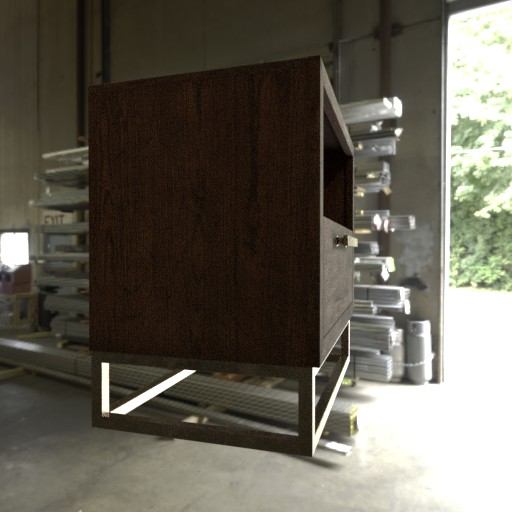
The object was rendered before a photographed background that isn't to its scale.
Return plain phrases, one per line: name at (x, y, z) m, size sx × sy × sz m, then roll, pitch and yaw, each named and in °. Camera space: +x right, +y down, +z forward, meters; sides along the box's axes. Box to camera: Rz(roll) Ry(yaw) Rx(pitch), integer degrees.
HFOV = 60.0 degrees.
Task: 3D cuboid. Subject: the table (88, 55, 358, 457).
table at (0.000, 0.000, 1.253) m, size 0.542 × 0.746 × 0.767 m, roll 0°, pitch 1°, yaw 17°
